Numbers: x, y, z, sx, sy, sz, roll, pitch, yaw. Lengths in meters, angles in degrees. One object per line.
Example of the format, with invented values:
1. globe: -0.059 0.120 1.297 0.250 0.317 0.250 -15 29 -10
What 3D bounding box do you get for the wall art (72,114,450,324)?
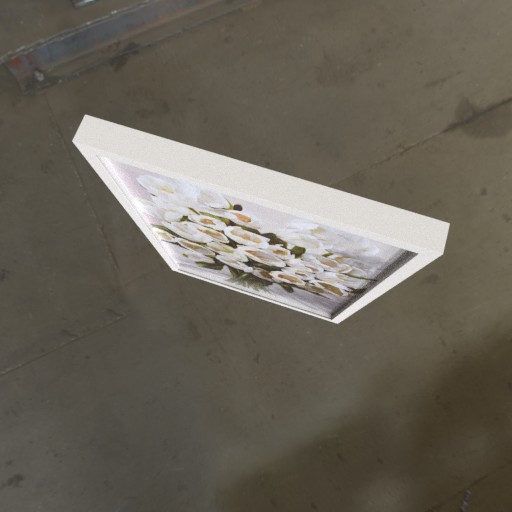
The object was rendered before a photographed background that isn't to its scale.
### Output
1. wall art: 0.000 0.000 0.832 0.450 0.657 0.038 18 75 5
